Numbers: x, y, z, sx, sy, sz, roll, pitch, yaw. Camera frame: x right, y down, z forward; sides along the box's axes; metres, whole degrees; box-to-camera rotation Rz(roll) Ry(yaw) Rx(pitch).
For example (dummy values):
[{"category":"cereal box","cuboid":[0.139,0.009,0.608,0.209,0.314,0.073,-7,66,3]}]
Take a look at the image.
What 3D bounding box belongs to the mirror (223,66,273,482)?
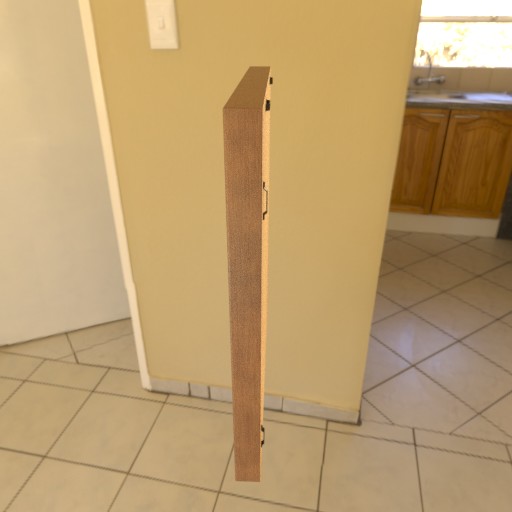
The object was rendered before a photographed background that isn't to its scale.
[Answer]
[{"category":"mirror","cuboid":[0.000,0.000,0.687,0.041,0.509,0.406,1,28,2]}]
